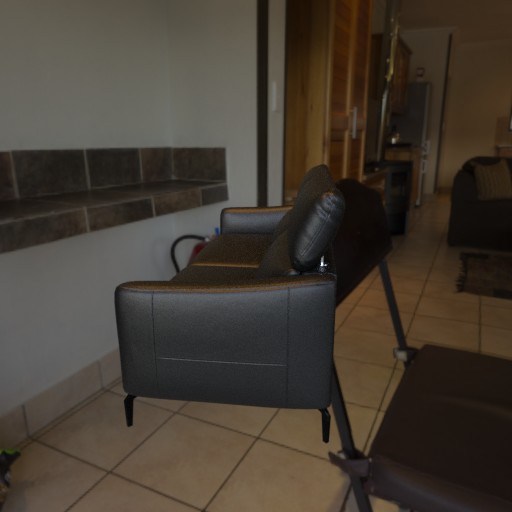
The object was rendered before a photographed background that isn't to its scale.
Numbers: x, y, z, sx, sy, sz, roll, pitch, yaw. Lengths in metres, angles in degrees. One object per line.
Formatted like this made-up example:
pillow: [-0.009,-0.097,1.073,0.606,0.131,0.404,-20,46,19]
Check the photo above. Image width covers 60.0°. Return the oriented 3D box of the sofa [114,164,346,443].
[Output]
sofa: [0.000,0.000,2.542,0.856,0.957,2.069,2,15,7]
